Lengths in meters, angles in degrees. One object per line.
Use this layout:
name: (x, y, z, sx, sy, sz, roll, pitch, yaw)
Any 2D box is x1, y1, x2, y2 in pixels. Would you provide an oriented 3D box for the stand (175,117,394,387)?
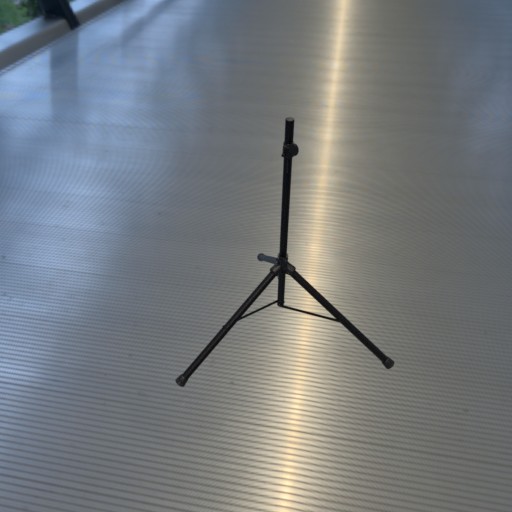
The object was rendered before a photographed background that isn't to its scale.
stand: (0.000, 0.000, 1.896, 0.907, 1.136, 1.045, -25, 46, -27)
